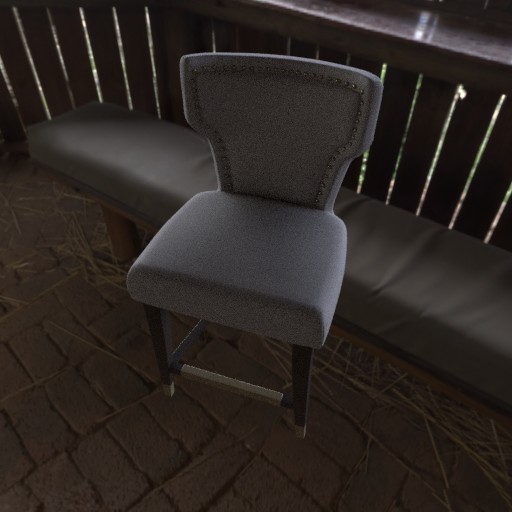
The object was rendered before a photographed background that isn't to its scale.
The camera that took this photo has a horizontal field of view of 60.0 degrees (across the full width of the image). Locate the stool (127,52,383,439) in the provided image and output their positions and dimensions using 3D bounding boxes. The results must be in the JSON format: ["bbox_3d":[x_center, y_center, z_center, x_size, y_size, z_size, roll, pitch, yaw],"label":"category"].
[{"bbox_3d":[0.000,0.000,1.302,0.527,0.982,0.563,13,43,14],"label":"stool"}]
